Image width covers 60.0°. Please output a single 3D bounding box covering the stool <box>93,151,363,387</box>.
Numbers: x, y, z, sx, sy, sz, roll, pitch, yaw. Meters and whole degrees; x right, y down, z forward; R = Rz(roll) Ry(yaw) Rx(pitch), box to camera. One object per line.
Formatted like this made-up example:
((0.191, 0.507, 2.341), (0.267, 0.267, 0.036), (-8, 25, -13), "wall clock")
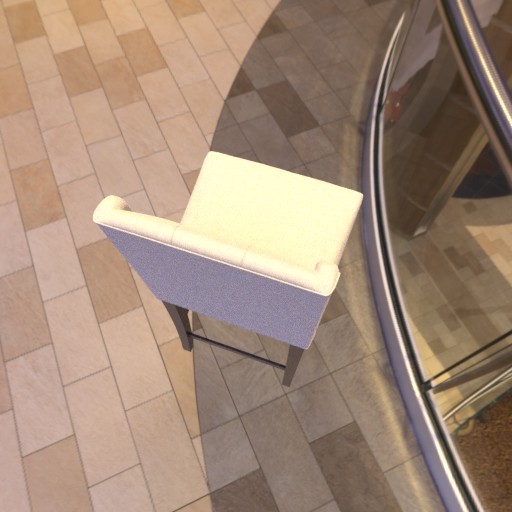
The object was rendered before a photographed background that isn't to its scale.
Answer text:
((0.000, 0.000, 1.249), (0.474, 0.939, 0.509), (17, 64, 9), "stool")
